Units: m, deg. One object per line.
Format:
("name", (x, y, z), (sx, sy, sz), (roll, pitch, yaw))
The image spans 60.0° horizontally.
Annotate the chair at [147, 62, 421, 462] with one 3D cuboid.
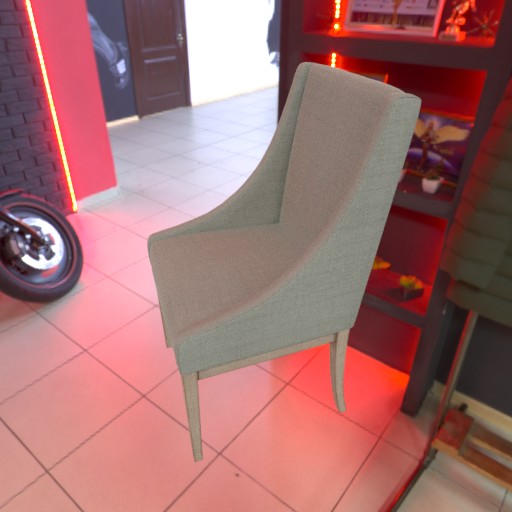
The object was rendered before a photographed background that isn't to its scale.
("chair", (0.000, 0.000, 1.364), (0.611, 1.021, 0.575), (-10, 33, -16))
